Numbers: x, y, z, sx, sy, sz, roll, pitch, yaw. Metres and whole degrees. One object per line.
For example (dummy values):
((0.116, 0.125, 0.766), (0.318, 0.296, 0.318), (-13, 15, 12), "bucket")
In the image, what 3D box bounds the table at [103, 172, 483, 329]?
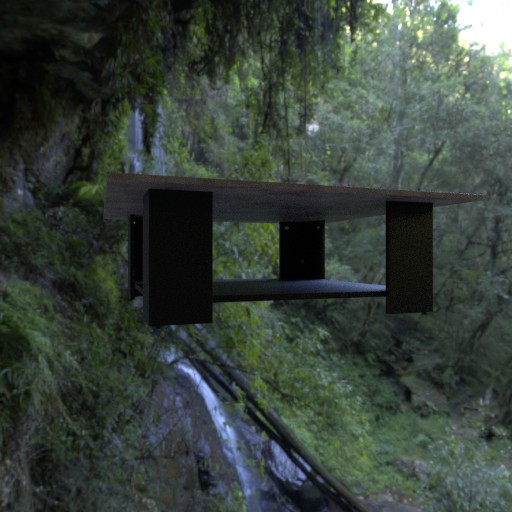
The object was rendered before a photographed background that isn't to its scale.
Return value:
((0.000, 0.000, 1.377), (0.890, 0.305, 0.890), (0, 0, -19), "table")
